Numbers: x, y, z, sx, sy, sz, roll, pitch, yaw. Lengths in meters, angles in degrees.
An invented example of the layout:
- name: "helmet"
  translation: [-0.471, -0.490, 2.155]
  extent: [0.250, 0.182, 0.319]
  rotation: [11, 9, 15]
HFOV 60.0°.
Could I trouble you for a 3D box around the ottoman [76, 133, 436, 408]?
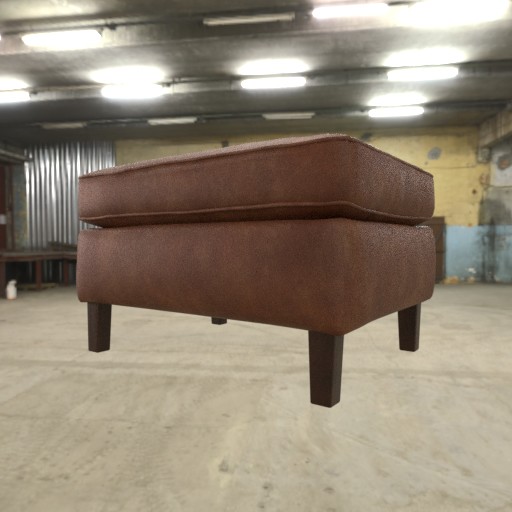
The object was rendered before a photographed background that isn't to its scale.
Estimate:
- name: "ottoman"
  translation: [0.000, 0.000, 0.972]
  extent: [0.665, 0.418, 0.501]
  rotation: [1, 2, 36]
